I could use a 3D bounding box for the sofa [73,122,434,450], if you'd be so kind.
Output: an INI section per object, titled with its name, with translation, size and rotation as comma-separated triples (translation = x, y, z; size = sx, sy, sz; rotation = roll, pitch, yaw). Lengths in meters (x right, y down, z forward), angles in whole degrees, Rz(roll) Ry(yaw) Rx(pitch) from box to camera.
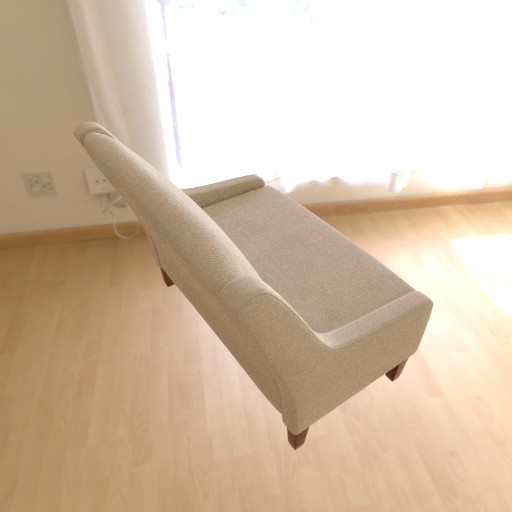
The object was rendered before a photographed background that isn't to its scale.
[sofa]
translation = 0.000, 0.000, 1.875
size = 0.946, 0.976, 1.212
rotation = -24, 45, -26
